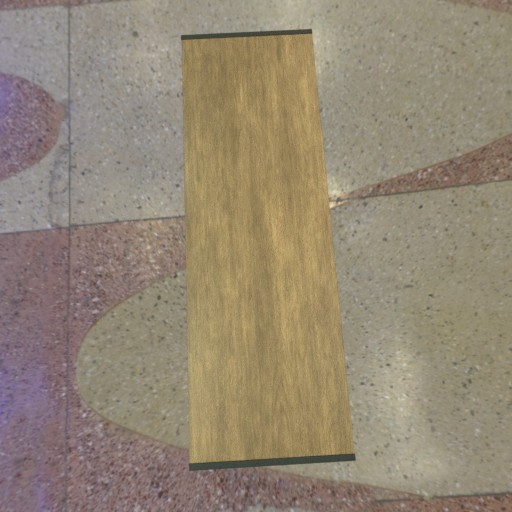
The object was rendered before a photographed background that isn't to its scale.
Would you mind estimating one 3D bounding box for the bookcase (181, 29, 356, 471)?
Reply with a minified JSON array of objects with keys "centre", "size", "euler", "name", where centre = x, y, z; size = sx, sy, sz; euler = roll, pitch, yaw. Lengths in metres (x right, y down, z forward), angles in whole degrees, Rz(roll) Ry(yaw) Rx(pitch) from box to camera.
[{"centre":[0.000,0.000,1.478],"size":[0.391,0.712,1.149],"euler":[-3,76,-1],"name":"bookcase"}]
